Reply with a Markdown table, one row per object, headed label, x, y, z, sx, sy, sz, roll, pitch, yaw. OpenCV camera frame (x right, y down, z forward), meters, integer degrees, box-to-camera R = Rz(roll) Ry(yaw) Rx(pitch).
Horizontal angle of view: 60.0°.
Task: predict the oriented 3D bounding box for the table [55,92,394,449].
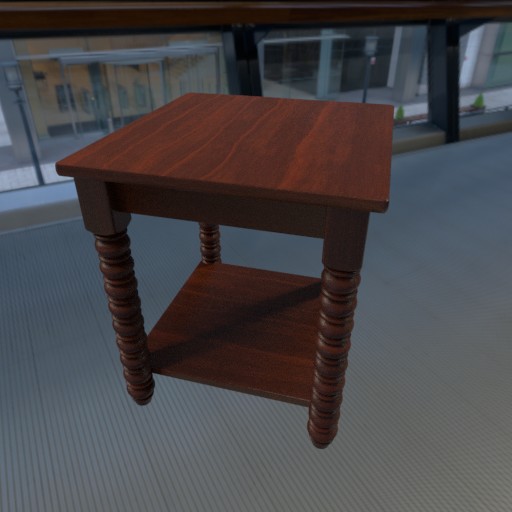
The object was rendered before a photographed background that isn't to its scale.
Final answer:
| label | x | y | z | sx | sy | sz | roll | pitch | yaw |
| --- | --- | --- | --- | --- | --- | --- | --- | --- | --- |
| table | 0.000 | 0.000 | 0.986 | 0.500 | 0.567 | 0.533 | 8 | 33 | 13 |
